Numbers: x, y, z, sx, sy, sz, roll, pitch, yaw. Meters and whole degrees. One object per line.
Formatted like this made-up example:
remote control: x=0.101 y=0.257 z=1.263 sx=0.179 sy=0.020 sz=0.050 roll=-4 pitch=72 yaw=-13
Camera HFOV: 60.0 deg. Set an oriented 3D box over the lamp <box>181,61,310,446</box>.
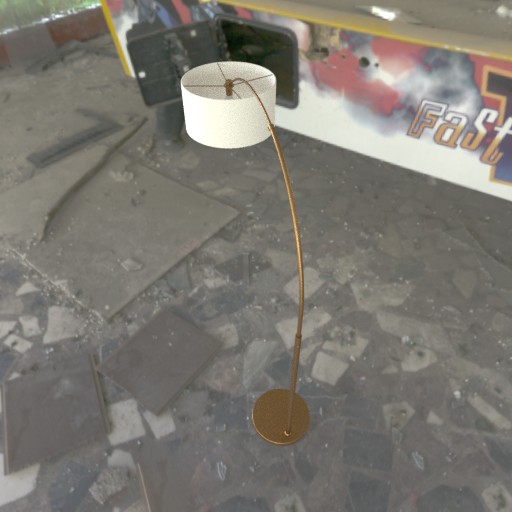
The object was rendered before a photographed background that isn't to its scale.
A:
lamp: x=0.000 y=0.000 z=2.560 sx=0.493 sy=1.927 sz=1.434 roll=-12 pitch=45 yaw=-13
